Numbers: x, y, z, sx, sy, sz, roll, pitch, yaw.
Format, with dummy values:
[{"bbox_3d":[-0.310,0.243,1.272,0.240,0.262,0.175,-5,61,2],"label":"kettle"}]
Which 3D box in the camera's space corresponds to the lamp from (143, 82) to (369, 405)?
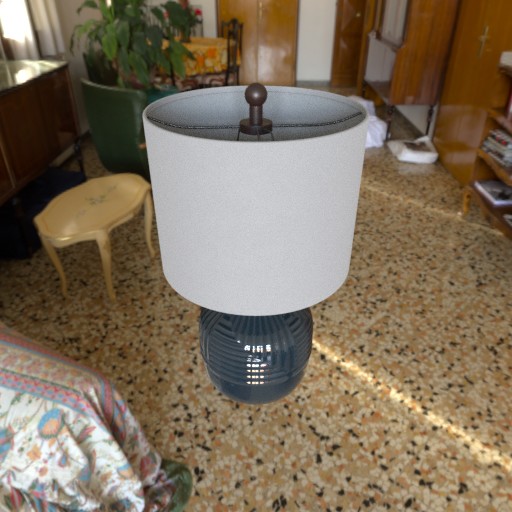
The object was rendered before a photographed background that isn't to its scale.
[{"bbox_3d":[0.000,0.000,0.766,0.318,0.567,0.318,0,32,0],"label":"lamp"}]
